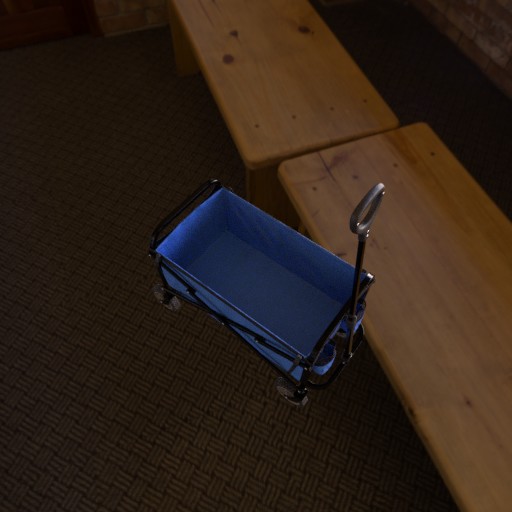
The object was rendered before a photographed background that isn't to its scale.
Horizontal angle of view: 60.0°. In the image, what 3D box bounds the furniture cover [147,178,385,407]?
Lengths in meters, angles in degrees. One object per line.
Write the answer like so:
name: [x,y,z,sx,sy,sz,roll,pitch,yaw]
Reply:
furniture cover: [0.000,0.000,1.814,1.038,1.295,0.532,33,63,19]
